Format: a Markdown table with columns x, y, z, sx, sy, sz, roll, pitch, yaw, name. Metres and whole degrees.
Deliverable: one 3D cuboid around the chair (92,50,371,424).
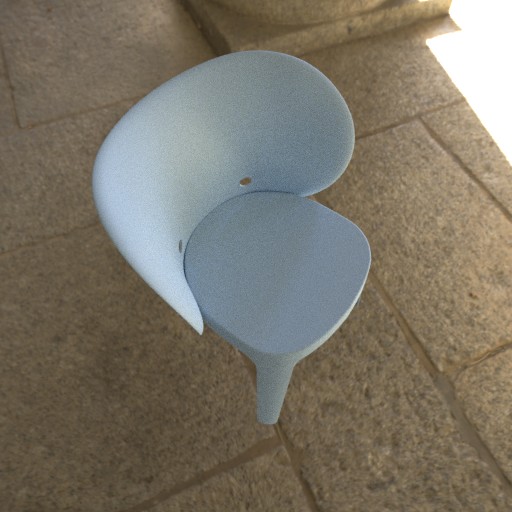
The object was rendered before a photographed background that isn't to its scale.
| x | y | z | sx | sy | sz | roll | pitch | yaw | name |
| --- | --- | --- | --- | --- | --- | --- | --- | --- | --- |
| 0.000 | 0.000 | 0.834 | 0.402 | 0.554 | 0.451 | 33 | 64 | 19 | chair |
